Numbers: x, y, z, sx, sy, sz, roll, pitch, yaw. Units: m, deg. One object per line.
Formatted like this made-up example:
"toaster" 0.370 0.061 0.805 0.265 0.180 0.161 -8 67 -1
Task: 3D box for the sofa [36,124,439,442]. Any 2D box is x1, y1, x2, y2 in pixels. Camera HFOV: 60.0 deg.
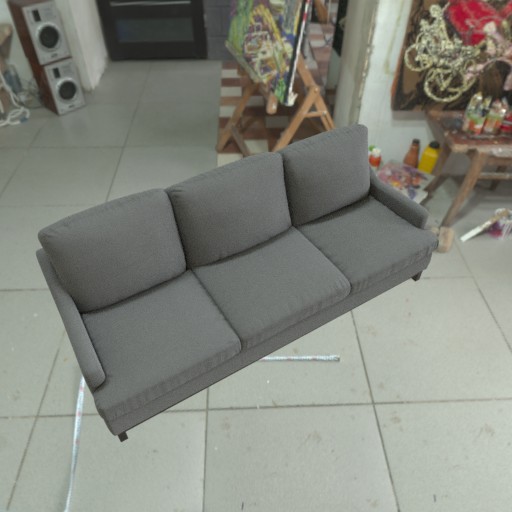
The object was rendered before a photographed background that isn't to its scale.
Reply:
"sofa" 0.000 0.000 2.788 2.344 0.926 0.987 -24 50 -22
